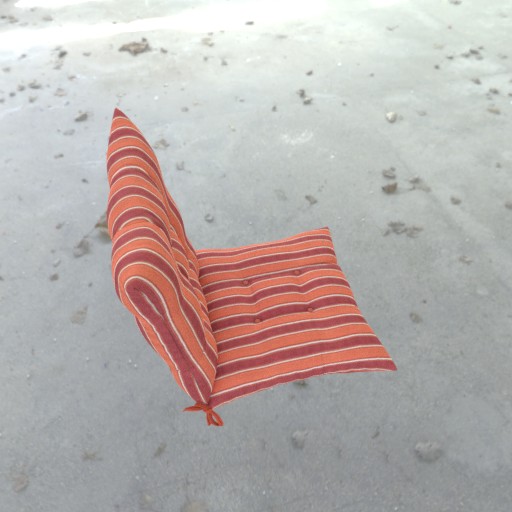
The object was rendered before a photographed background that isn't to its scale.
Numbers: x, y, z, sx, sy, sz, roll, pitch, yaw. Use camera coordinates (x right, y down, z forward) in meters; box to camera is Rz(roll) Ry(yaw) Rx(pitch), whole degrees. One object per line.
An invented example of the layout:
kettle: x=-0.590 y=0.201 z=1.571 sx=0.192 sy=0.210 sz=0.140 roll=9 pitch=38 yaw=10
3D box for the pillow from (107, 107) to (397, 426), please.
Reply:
pillow: x=0.000 y=0.000 z=1.019 sx=0.585 sy=0.536 sz=0.541 roll=-10 pitch=49 yaw=-9
